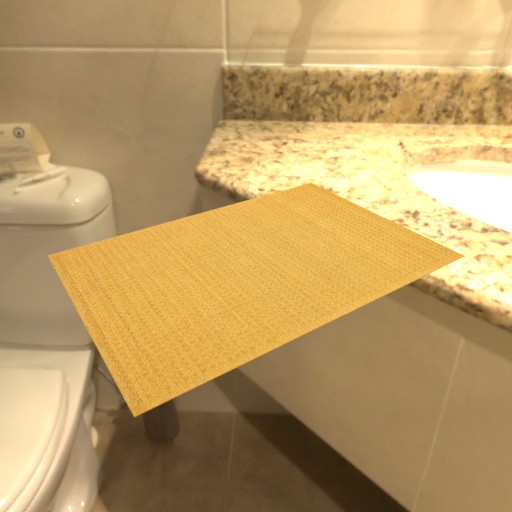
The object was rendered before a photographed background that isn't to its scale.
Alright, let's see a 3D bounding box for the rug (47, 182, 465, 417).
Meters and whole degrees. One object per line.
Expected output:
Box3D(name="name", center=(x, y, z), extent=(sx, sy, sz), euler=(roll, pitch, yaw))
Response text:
Box3D(name="rug", center=(0.000, 0.000, 3.724), extent=(2.895, 0.006, 1.981), euler=(-19, 36, -29))
